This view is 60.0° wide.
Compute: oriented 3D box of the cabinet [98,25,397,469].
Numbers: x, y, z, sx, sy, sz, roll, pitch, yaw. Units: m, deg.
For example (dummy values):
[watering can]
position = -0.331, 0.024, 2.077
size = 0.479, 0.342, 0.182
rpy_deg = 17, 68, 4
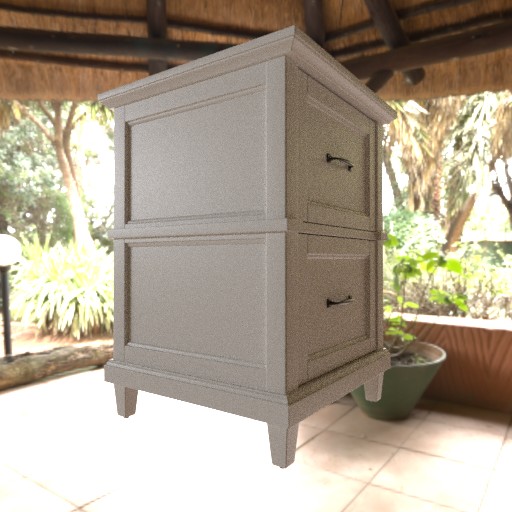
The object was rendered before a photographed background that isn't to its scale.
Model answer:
[cabinet]
position = 0.000, 0.000, 1.123
size = 0.547, 0.775, 0.544
rpy_deg = 0, -1, 35
